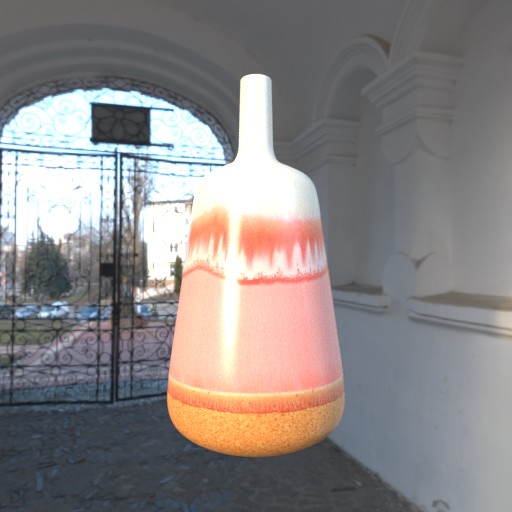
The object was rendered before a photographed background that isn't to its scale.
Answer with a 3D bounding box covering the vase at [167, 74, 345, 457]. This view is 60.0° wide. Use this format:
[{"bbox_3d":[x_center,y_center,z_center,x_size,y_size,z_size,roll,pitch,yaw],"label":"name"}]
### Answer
[{"bbox_3d":[0.000,0.000,0.370,0.144,0.296,0.144,0,-1,0],"label":"vase"}]
